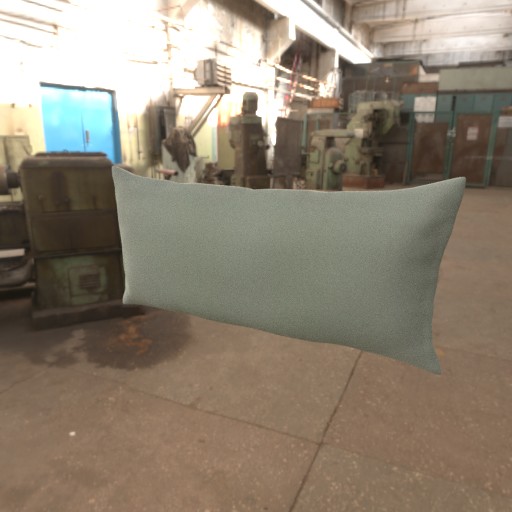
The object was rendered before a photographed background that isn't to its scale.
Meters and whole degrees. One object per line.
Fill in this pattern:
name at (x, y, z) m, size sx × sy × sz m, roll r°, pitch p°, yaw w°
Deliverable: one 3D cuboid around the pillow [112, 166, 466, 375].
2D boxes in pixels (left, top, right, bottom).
pillow at (0.000, 0.000, 0.743) m, size 0.610 × 0.287 × 0.151 m, roll 8°, pitch 17°, yaw 26°
